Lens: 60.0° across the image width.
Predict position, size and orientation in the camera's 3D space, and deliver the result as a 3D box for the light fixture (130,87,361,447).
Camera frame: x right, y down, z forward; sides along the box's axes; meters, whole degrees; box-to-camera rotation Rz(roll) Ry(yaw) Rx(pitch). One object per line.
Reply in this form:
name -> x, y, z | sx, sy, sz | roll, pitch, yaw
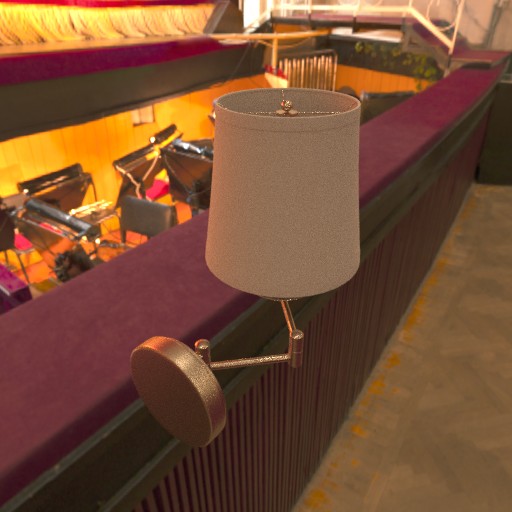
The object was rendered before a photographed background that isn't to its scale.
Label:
light fixture -> 0.000, 0.000, 0.594 | 0.223, 0.381, 0.348 | 21, 37, 32
